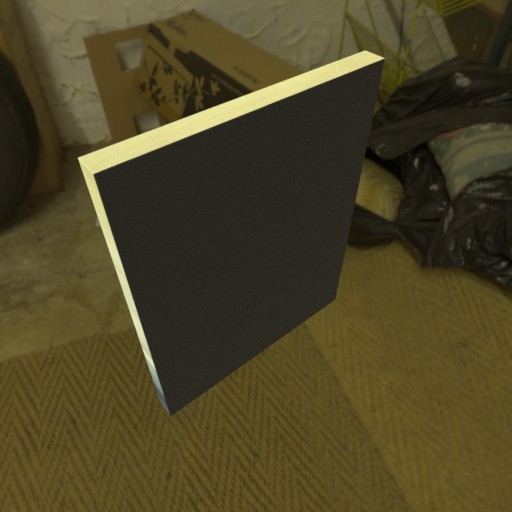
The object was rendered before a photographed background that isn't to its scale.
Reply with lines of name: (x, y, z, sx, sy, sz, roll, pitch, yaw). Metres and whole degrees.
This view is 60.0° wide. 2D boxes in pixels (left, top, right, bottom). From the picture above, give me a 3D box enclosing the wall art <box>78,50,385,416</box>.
wall art: (0.000, 0.000, 0.819, 0.489, 0.608, 0.040, -30, 53, -26)
